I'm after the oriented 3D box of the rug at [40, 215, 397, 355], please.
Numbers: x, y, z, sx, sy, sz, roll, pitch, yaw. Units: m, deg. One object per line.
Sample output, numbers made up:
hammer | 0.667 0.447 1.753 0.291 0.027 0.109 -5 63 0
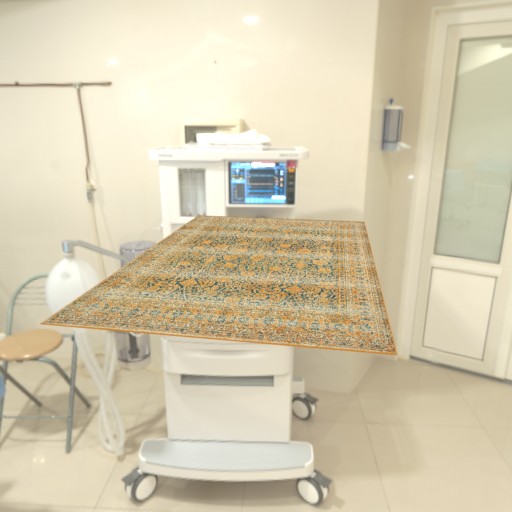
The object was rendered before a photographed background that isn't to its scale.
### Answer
rug | 0.000 0.000 2.933 1.525 0.007 2.336 3 17 10
